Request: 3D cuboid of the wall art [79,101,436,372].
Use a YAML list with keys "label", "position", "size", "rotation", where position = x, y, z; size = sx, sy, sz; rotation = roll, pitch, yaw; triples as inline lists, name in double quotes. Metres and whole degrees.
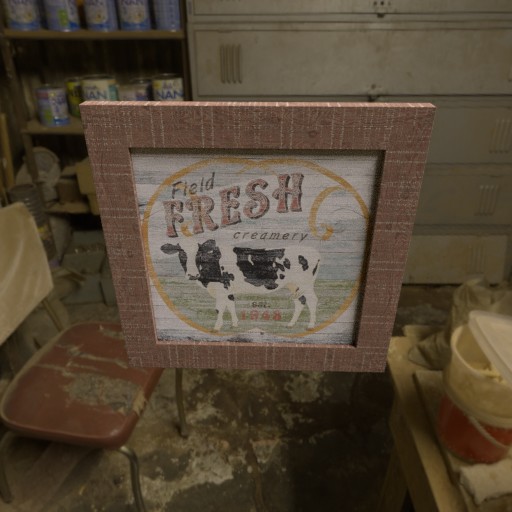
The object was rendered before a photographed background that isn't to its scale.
- label: "wall art"
  position: [0.000, 0.000, 0.803]
  size: [0.531, 0.531, 0.029]
  rotation: [1, 30, 2]
